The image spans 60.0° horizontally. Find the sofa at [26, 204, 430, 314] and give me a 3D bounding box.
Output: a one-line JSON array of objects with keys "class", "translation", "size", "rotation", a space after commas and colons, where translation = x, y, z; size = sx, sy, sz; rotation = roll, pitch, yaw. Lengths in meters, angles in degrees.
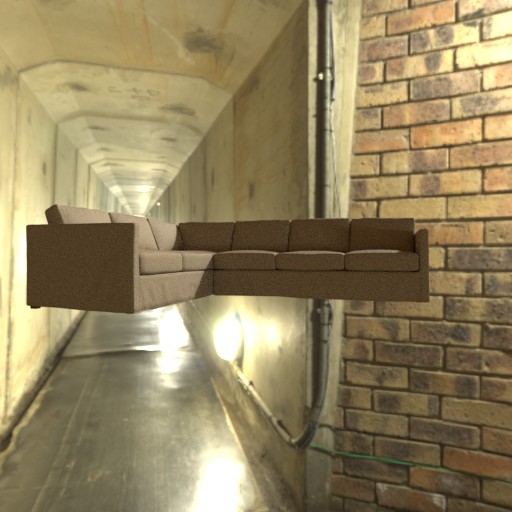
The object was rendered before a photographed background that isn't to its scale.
[{"class": "sofa", "translation": [0.000, 0.000, 4.281], "size": [3.182, 0.871, 2.432], "rotation": [0, 0, 17]}]
